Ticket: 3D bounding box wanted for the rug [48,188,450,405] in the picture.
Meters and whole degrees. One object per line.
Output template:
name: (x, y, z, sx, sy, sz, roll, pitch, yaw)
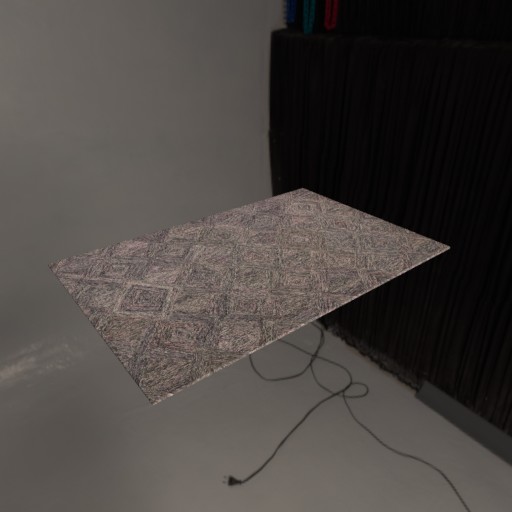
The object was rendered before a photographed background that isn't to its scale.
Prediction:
rug: (0.000, 0.000, 3.015, 2.298, 0.017, 1.501, -21, 35, -33)
